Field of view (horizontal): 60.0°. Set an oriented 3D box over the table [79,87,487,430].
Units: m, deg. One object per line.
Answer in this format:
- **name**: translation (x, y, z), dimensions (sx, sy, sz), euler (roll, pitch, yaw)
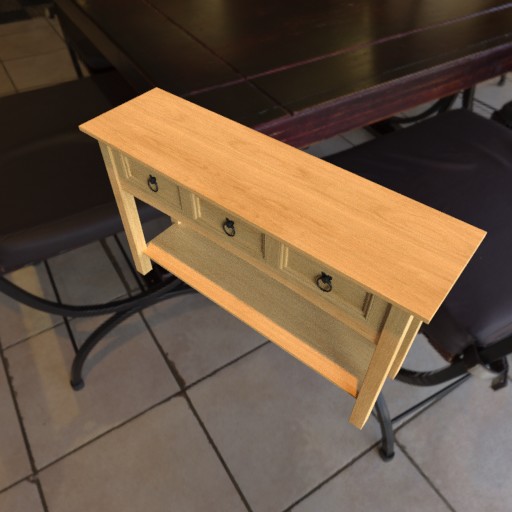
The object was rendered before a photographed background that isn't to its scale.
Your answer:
- **table**: translation (0.000, 0.000, 1.573), dimensions (1.240, 0.730, 0.350), euler (31, 54, 25)
